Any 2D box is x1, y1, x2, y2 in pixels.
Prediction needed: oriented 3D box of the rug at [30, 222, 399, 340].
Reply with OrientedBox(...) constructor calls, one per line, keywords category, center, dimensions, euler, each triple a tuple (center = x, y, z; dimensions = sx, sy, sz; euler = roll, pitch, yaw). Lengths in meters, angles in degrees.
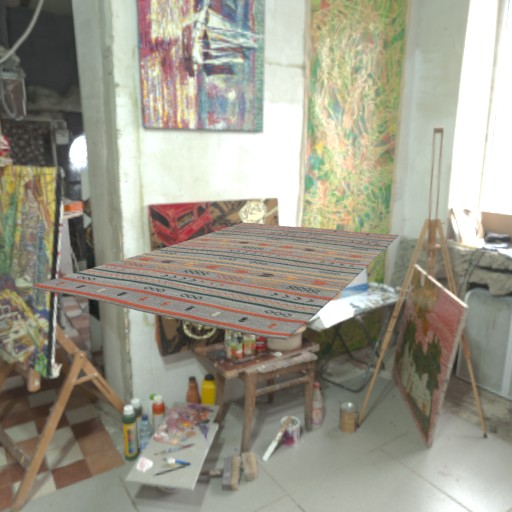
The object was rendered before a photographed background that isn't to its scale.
OrientedBox(category="rug", center=(0.000, 0.000, 3.132), dimensions=(1.537, 0.029, 2.439), euler=(7, 15, 26))
